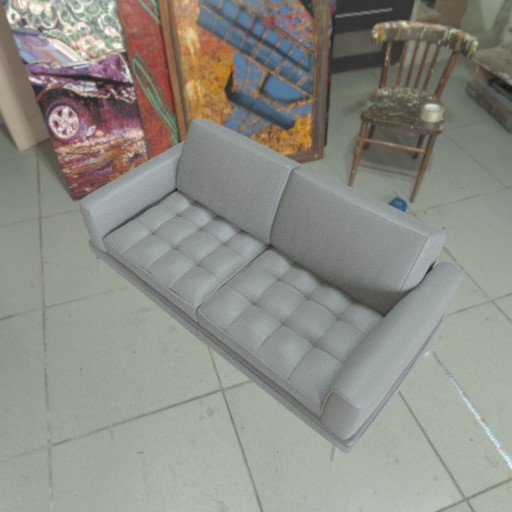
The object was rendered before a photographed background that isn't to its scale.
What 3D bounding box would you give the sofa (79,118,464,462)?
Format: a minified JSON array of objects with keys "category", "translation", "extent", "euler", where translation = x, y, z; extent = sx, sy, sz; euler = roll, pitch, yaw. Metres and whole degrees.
[{"category":"sofa","translation":[0.000,0.000,2.721],"extent":[2.177,0.930,1.121],"euler":[32,55,27]}]
